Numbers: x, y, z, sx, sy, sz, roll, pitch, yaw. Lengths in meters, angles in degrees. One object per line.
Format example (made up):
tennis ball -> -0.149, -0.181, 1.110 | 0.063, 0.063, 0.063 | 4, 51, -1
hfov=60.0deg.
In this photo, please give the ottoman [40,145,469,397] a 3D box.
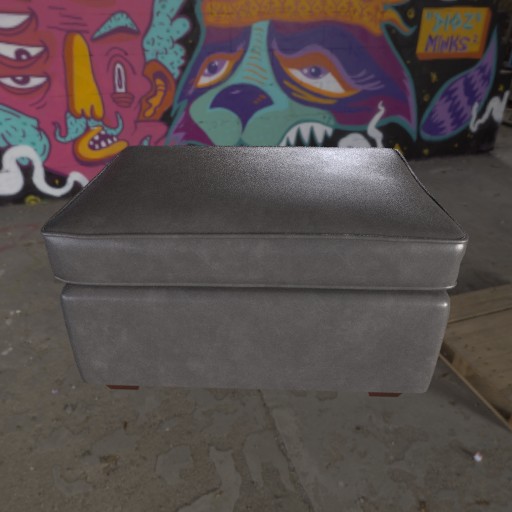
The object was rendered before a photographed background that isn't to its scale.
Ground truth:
ottoman -> 0.000, 0.000, 1.073 | 0.756, 0.445, 0.554 | 1, 30, 2
